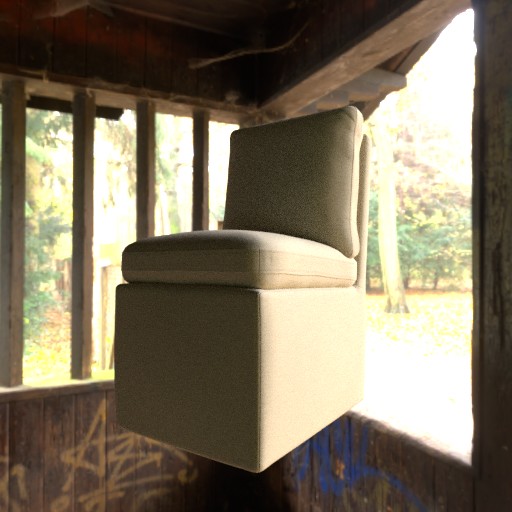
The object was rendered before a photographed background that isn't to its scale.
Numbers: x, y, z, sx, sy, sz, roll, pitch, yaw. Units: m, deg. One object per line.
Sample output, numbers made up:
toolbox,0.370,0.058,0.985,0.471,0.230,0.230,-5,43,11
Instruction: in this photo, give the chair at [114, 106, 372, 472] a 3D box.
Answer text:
chair,0.000,0.000,1.329,0.503,0.927,0.698,0,-1,35
